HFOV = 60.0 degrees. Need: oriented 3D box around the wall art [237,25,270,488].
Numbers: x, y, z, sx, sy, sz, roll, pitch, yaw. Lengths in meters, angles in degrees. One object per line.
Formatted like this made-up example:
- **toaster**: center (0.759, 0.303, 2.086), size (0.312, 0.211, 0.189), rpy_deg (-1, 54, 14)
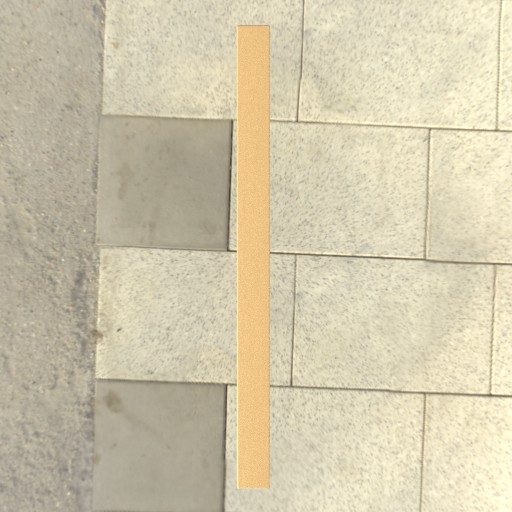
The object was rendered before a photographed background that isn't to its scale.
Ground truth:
- **wall art**: center (0.000, 0.000, 0.741), size (0.036, 0.509, 0.509), rpy_deg (0, 90, 1)
